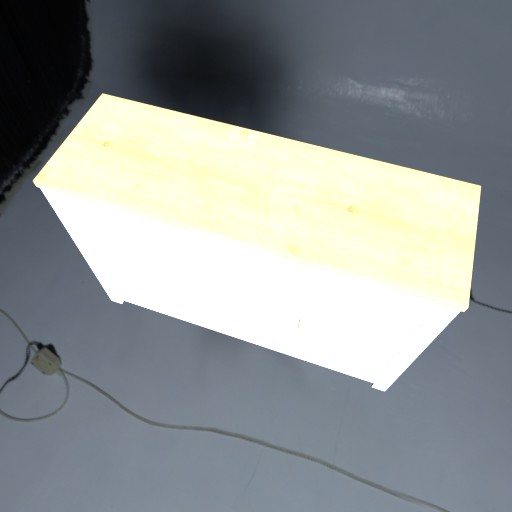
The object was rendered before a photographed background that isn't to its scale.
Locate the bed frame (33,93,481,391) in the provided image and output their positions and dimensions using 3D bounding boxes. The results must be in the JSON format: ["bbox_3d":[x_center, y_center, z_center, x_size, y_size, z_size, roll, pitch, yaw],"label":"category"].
[{"bbox_3d":[0.000,0.000,1.715,1.300,0.850,0.430,16,60,10],"label":"bed frame"}]
